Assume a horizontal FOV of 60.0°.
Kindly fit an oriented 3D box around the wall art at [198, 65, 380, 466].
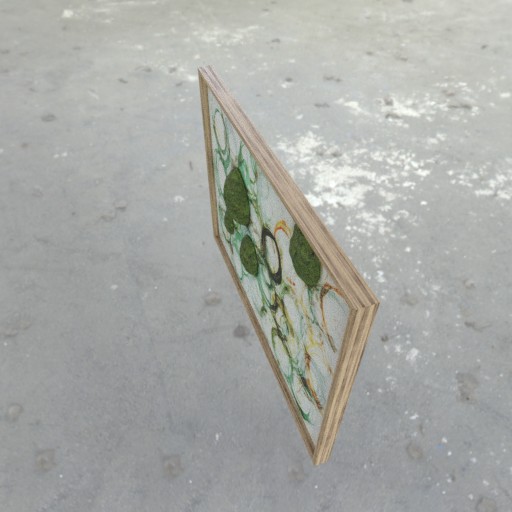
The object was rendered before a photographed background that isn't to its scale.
[{"bbox_3d":[0.000,0.000,1.106,0.063,0.609,0.841,-15,48,-14],"label":"wall art"}]
